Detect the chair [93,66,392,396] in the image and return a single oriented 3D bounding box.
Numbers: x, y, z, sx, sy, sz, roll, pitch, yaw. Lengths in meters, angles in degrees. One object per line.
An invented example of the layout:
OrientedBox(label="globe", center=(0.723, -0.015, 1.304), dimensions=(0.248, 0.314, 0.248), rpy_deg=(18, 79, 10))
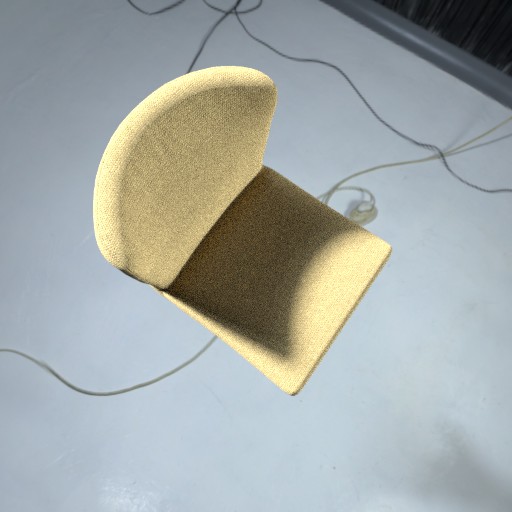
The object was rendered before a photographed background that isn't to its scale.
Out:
OrientedBox(label="chair", center=(0.000, 0.000, 1.188), dimensions=(0.589, 0.839, 0.491), rpy_deg=(35, 78, 9))
